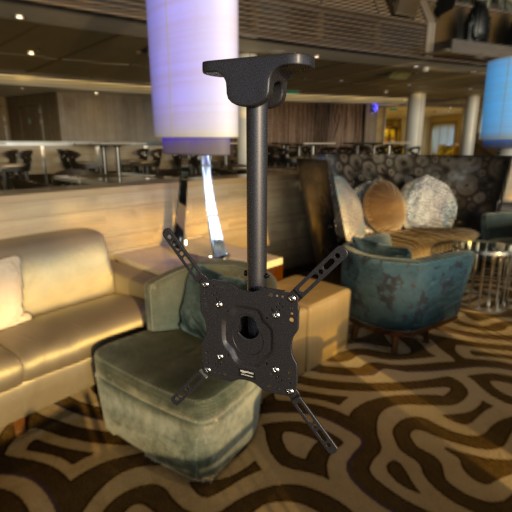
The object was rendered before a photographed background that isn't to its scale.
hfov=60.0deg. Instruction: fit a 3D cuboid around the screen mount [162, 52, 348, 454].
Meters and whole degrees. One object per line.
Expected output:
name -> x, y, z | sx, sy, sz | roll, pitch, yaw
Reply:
screen mount -> 0.000, 0.000, 0.888 | 0.393, 0.729, 0.090 | 7, 16, 26
